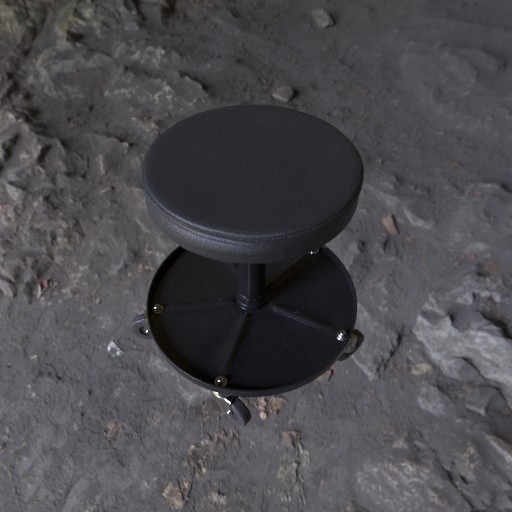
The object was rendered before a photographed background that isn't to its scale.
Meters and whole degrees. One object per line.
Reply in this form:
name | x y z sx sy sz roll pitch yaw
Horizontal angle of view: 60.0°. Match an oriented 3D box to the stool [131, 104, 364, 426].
stool | 0.000 0.000 0.679 0.381 0.365 0.382 17 50 15
